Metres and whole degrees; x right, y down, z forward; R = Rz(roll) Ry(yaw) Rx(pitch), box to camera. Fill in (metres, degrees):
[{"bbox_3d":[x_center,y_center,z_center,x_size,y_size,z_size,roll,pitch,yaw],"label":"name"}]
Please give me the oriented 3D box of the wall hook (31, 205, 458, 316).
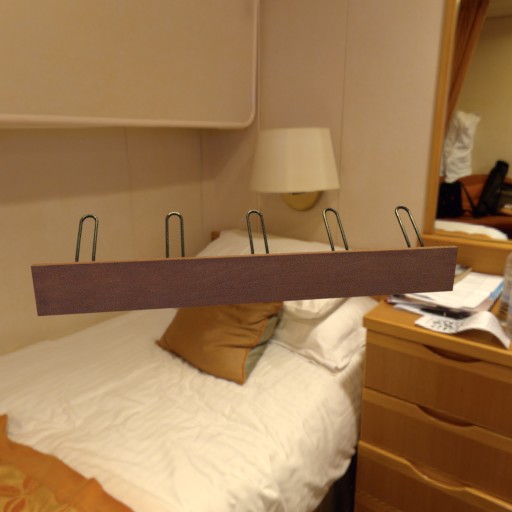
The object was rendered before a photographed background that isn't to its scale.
[{"bbox_3d":[0.000,0.000,0.608,0.554,0.116,0.076,-3,16,-9],"label":"wall hook"}]
